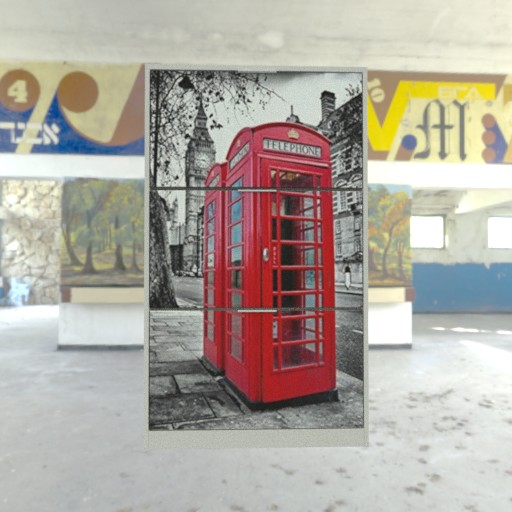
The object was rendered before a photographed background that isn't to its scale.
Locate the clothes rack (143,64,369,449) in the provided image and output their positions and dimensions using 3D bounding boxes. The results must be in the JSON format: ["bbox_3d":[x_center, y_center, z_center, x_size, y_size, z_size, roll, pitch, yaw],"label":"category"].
[{"bbox_3d":[0.000,0.000,1.594,0.750,1.280,0.250,0,-1,-2],"label":"clothes rack"}]
